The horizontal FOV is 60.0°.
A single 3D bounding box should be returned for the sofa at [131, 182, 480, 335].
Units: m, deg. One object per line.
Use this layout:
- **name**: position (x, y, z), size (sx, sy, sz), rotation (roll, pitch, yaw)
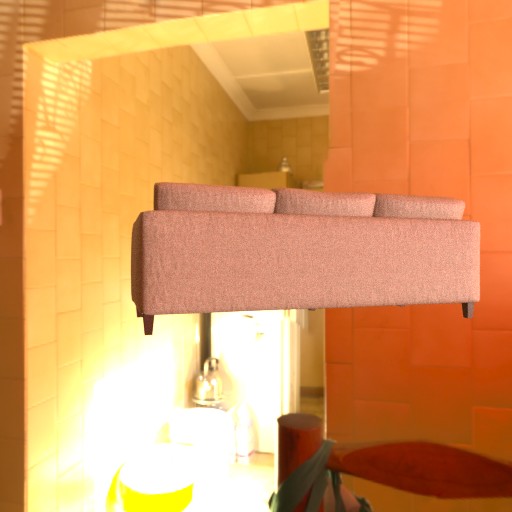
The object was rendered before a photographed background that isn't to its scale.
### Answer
- **sofa**: position (0.000, 0.000, 4.486), size (2.522, 0.934, 3.333), rotation (0, 0, -18)
